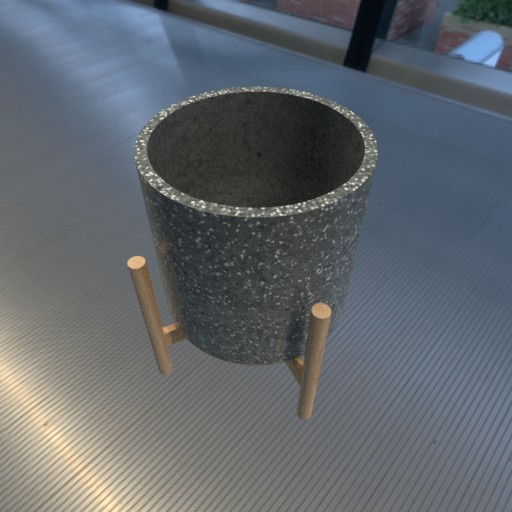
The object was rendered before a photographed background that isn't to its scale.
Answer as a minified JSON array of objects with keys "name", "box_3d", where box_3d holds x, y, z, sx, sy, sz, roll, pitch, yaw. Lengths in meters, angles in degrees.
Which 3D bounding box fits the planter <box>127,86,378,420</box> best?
[{"name":"planter","box_3d":[0.000,0.000,0.709,0.360,0.419,0.360,-3,45,-3]}]
